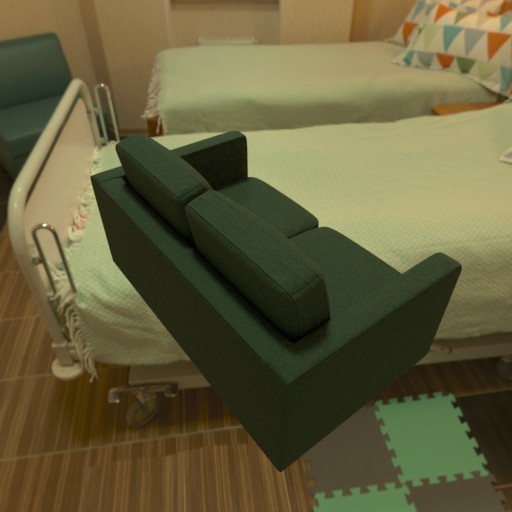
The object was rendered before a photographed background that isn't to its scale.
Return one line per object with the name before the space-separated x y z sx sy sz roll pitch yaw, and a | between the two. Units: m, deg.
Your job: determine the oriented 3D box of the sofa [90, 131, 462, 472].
sofa | 0.000 0.000 1.994 0.879 0.899 1.430 -26 47 -27
